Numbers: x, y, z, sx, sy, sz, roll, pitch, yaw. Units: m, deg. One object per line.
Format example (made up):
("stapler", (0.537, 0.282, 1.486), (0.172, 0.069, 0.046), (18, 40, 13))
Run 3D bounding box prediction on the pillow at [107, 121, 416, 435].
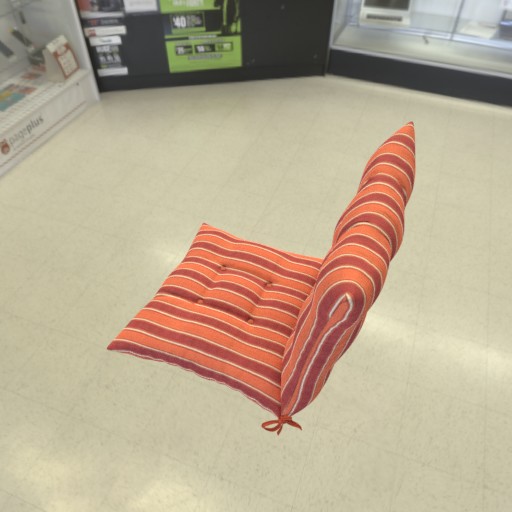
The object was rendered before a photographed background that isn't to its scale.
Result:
("pillow", (0.000, 0.000, 1.013), (0.585, 0.536, 0.541), (18, 50, 16))
